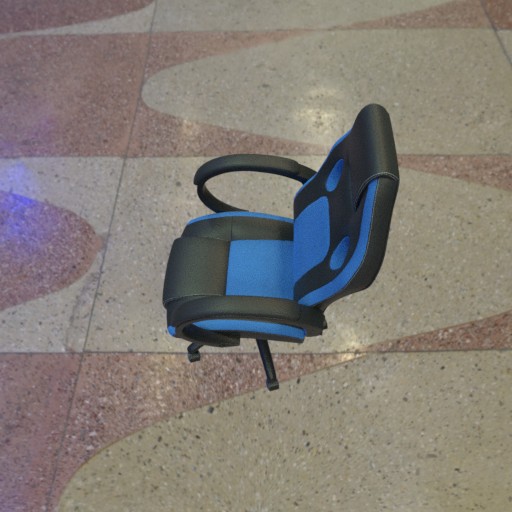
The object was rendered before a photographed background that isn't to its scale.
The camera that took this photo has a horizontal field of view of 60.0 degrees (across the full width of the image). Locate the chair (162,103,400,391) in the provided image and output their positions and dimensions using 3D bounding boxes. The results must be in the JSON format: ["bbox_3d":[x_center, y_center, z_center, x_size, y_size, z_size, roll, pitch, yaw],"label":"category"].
[{"bbox_3d":[0.000,0.000,1.629,0.724,1.187,0.673,2,58,1],"label":"chair"}]
